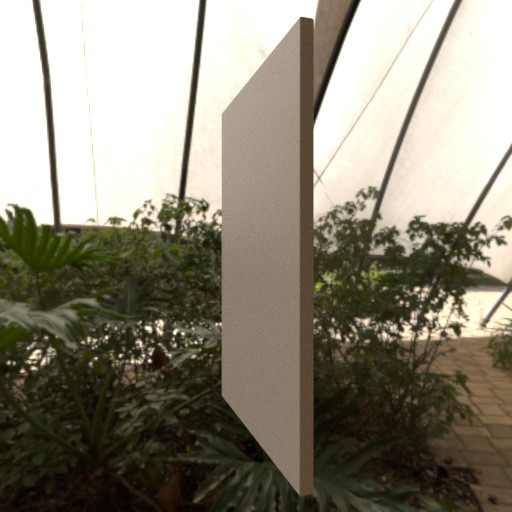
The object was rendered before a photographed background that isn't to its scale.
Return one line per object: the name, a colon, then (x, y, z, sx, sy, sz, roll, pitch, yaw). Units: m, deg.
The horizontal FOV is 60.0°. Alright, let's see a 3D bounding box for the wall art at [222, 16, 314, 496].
wall art: (0.000, 0.000, 1.017, 0.026, 0.813, 0.556, 0, 1, -18)
